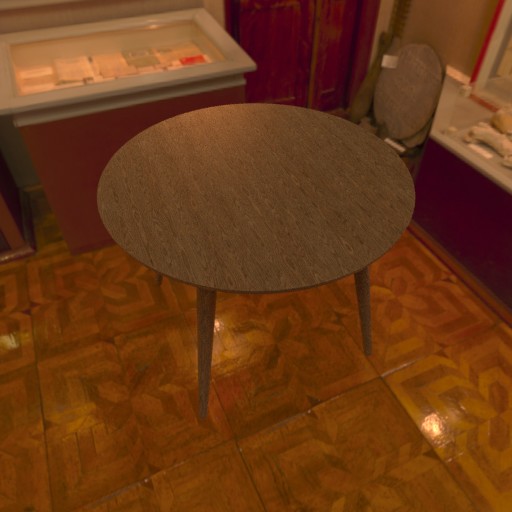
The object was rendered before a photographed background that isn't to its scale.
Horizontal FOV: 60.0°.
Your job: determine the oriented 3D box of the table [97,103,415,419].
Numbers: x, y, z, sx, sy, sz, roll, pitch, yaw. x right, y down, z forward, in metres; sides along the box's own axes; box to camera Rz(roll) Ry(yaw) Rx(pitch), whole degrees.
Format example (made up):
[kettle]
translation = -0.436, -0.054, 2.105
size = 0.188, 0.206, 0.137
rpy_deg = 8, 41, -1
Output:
[table]
translation = 0.000, 0.000, 1.788
size = 1.053, 0.786, 1.053
rpy_deg = 0, 45, 0
